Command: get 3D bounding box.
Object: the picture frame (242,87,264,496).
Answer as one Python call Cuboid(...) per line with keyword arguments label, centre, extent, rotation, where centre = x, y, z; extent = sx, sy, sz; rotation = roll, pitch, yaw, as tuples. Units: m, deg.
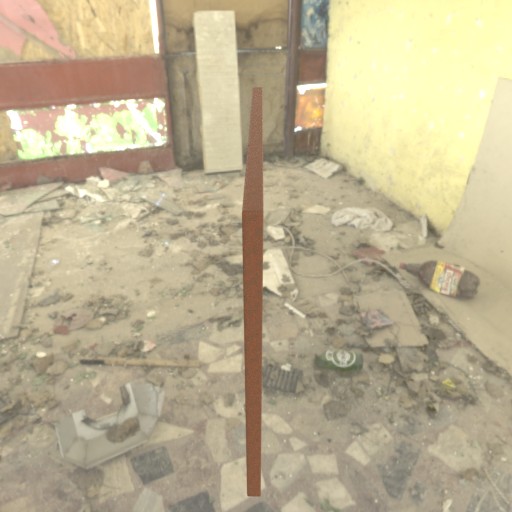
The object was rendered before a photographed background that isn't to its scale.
Cuboid(label="picture frame", centre=(0.000, 0.000, 1.740), extent=(0.045, 1.018, 1.329), rotation=(0, 31, 1))
